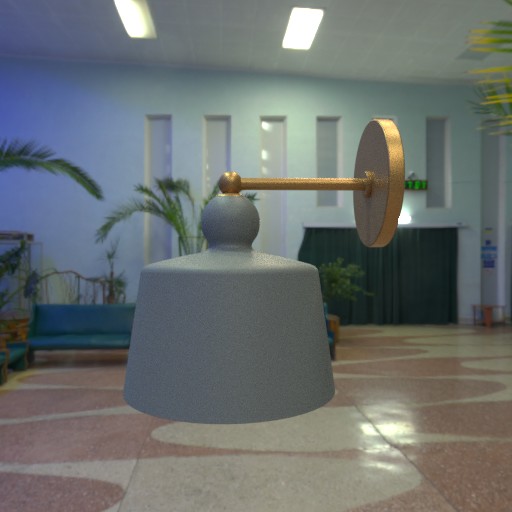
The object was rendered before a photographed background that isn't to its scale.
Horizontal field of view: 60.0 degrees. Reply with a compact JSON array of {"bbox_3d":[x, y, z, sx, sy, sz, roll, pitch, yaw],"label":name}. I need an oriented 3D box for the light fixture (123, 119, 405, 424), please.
[{"bbox_3d":[0.000,0.000,0.440,0.254,0.268,0.204,0,-1,-2],"label":"light fixture"}]
